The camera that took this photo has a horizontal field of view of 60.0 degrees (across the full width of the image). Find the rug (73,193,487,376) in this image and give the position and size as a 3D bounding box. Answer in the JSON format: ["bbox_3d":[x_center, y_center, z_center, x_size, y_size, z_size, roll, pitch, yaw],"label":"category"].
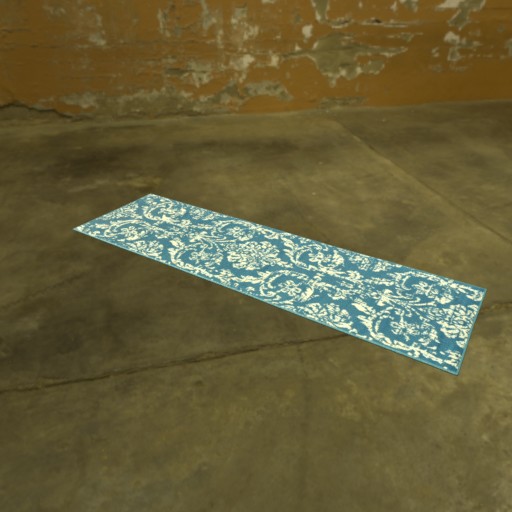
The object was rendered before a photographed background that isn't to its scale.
[{"bbox_3d":[0.000,0.000,2.386,2.196,0.011,0.662,18,35,28],"label":"rug"}]
